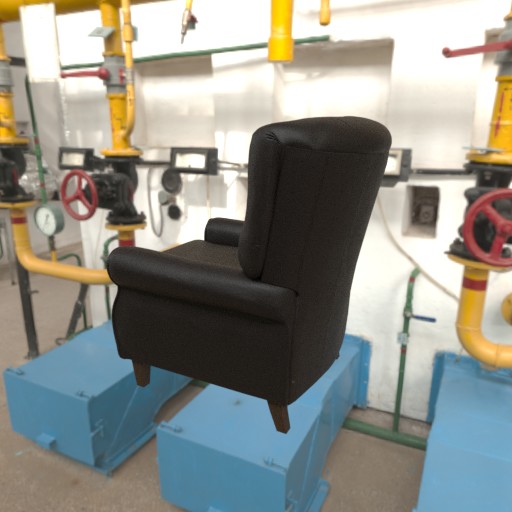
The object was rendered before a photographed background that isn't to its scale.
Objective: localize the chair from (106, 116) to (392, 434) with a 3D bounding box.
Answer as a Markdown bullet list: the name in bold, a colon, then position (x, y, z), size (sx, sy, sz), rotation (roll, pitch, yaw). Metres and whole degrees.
- **chair**: position (0.000, 0.000, 1.943), size (1.058, 1.158, 0.948), rotation (8, 18, 26)
